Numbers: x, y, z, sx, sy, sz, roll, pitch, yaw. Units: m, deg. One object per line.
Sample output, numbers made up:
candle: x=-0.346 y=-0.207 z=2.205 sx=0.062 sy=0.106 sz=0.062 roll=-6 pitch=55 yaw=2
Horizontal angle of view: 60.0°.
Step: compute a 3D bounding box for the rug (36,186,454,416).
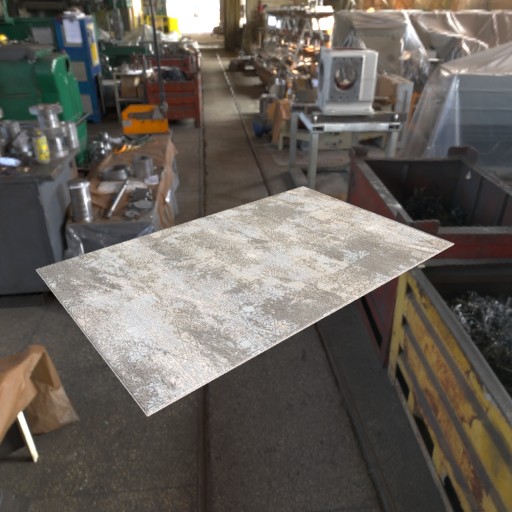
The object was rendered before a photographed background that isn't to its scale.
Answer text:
rug: x=0.000 y=0.000 z=3.029 sx=2.431 sy=0.012 sz=1.536 roll=-22 pitch=36 yaw=-34
